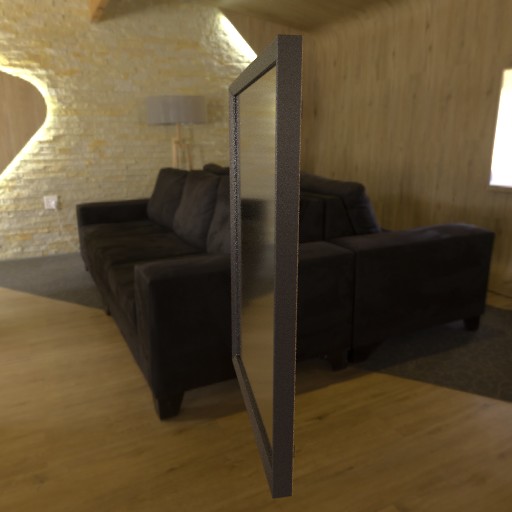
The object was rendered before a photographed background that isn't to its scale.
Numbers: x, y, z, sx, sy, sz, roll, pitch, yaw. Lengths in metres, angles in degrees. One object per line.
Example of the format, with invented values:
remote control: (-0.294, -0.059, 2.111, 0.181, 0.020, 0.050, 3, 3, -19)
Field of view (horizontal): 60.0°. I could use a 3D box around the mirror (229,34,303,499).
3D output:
mirror: (0.000, 0.000, 0.900, 0.039, 0.710, 0.507, -3, 14, -10)
